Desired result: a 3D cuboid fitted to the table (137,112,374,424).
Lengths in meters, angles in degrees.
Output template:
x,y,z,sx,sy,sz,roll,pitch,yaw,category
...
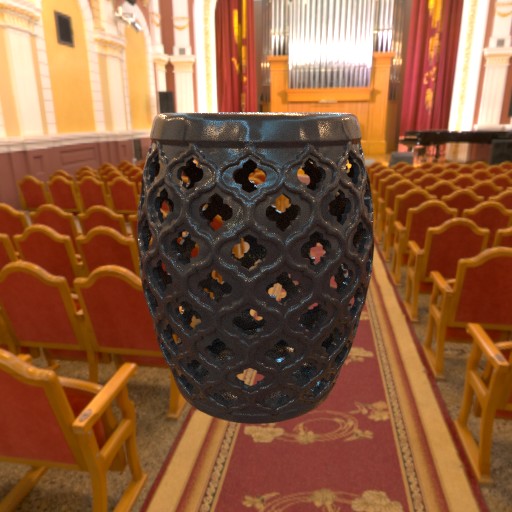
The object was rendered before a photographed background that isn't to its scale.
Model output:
x,y,z,sx,sy,sz,roll,pitch,yaw,category
0.000,0.000,0.634,0.325,0.388,0.325,0,17,0,table
